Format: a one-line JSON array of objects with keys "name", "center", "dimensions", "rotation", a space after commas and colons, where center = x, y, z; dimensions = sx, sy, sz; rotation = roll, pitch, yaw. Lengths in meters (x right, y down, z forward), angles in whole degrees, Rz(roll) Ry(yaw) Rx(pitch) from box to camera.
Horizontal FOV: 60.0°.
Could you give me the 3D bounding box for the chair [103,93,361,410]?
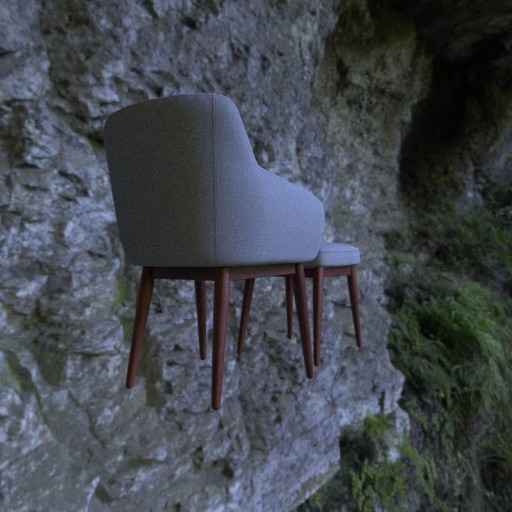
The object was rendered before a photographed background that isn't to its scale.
[{"name": "chair", "center": [0.000, 0.000, 1.591], "dimensions": [0.584, 0.799, 1.107], "rotation": [0, 0, 34]}]
